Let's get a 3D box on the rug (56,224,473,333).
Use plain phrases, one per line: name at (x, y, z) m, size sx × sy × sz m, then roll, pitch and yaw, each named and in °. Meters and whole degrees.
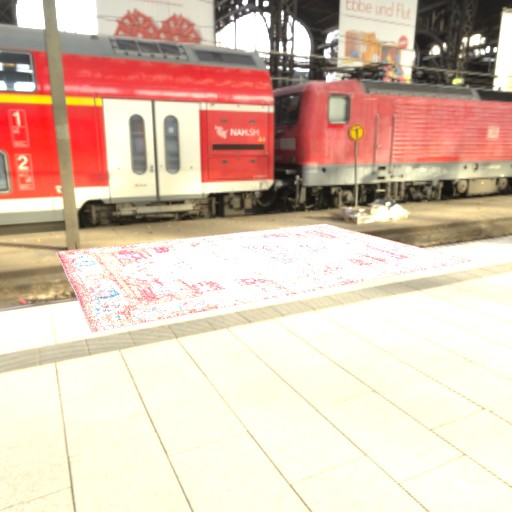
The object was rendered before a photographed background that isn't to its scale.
rug at (0.000, 0.000, 2.322) m, size 1.829 × 0.006 × 1.219 m, roll -8°, pitch 16°, yaw -28°
